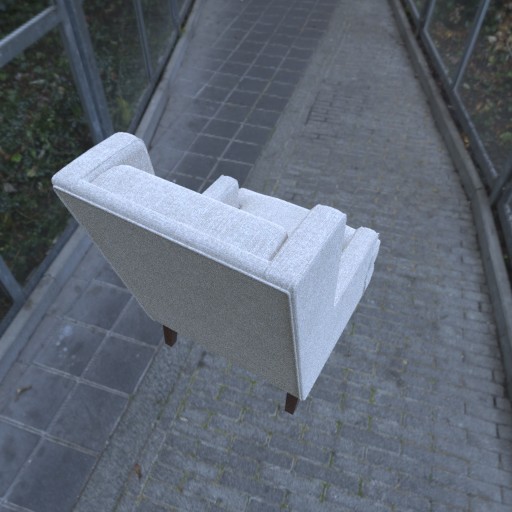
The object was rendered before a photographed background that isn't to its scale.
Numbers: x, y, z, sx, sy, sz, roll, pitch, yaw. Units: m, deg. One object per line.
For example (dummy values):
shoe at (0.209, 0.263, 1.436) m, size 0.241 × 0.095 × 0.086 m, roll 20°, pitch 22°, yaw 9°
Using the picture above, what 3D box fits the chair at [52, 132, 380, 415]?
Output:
chair at (0.000, 0.000, 1.734) m, size 0.764 × 1.082 × 0.948 m, roll 23°, pitch 51°, yaw 20°
